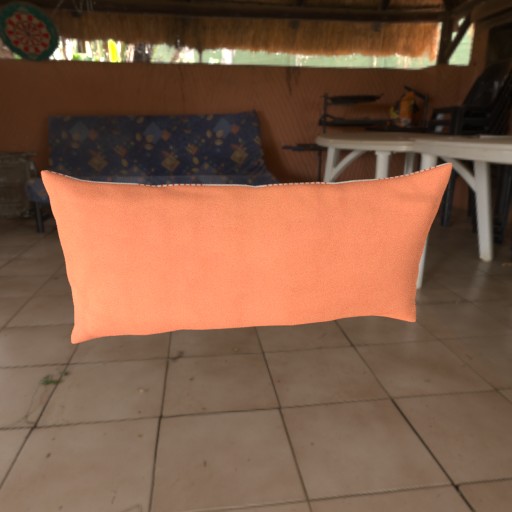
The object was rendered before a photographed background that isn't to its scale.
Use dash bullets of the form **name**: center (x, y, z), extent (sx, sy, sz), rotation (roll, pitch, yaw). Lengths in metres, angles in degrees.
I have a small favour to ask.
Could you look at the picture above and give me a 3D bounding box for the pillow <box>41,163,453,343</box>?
- **pillow**: center (0.000, 0.000, 0.714), extent (0.608, 0.292, 0.156), rotation (-2, 16, -8)
